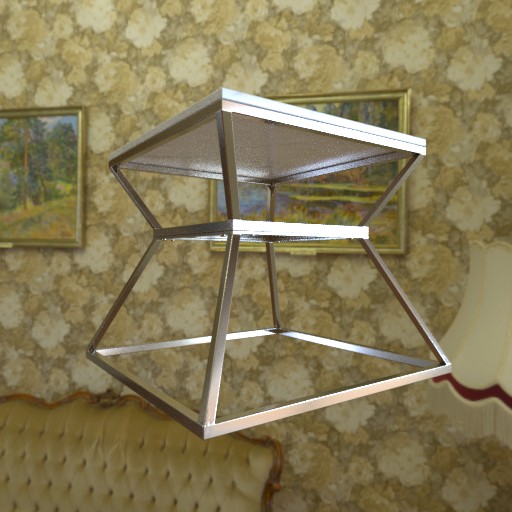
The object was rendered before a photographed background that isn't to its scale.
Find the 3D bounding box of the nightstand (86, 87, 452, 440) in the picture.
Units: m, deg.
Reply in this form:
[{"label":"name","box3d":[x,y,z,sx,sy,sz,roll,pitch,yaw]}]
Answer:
[{"label":"nightstand","box3d":[0.000,0.000,0.870,0.514,0.426,0.513,0,0,-35]}]
